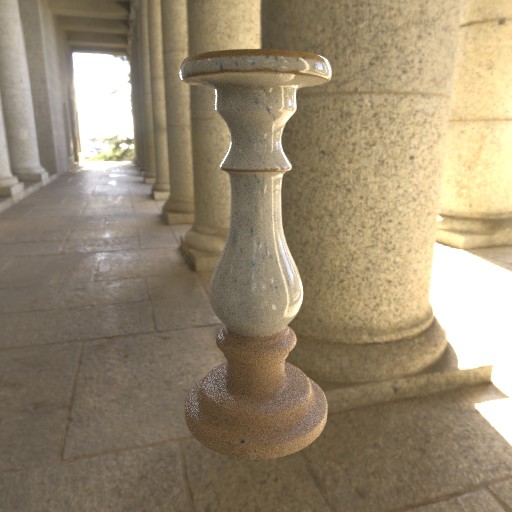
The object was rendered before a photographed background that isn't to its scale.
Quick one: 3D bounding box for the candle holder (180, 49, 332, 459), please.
[{"bbox_3d":[0.000,0.000,0.250,0.088,0.203,0.088,0,15,0],"label":"candle holder"}]
